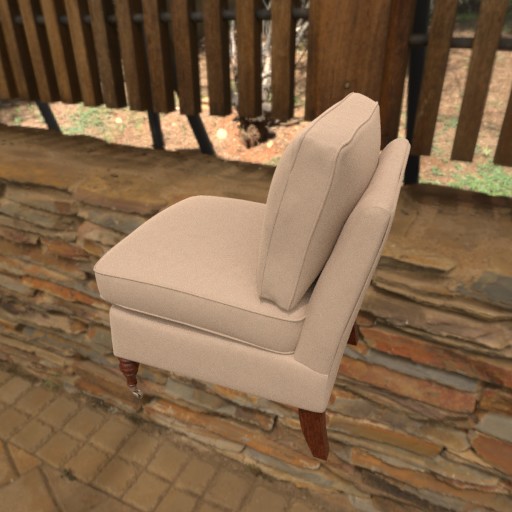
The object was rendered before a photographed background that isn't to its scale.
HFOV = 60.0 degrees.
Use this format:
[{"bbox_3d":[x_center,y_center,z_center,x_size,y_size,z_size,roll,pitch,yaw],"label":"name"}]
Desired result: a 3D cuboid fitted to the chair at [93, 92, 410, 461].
[{"bbox_3d":[0.000,0.000,1.587,0.912,1.052,0.724,10,30,18],"label":"chair"}]
